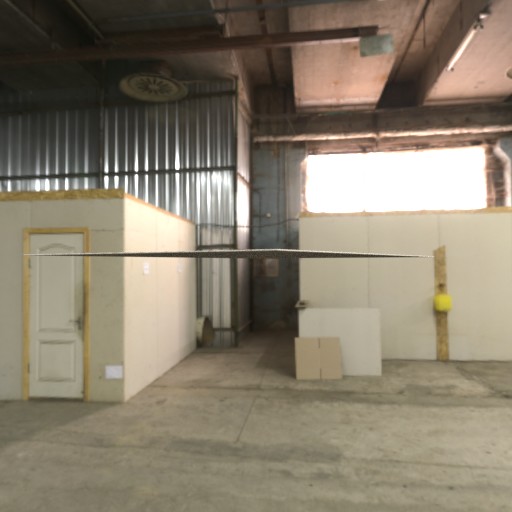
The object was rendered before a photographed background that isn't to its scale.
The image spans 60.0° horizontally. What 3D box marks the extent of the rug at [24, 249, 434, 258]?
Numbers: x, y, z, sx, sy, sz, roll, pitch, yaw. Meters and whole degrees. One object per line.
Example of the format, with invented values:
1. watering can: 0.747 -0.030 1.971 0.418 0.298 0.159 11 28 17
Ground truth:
1. rug: 0.000 0.000 4.100 2.421 0.008 3.045 -1 -1 35
